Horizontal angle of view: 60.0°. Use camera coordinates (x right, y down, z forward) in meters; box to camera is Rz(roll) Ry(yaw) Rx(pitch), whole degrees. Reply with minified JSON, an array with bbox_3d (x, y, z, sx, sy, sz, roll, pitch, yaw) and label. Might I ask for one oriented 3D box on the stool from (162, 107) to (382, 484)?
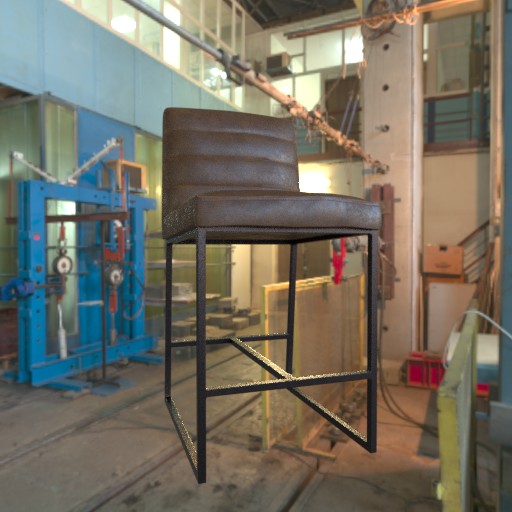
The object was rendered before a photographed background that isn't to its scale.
[{"bbox_3d":[0.000,0.000,1.235,0.463,0.942,0.562,0,1,-19],"label":"stool"}]
